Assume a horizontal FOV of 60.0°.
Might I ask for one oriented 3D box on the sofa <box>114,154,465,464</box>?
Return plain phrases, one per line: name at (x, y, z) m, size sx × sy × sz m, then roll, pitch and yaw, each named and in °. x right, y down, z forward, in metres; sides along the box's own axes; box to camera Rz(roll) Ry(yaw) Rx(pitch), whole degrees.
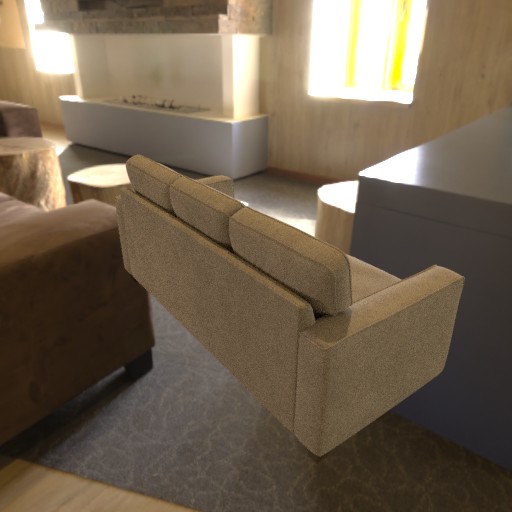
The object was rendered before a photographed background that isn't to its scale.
sofa at (0.000, 0.000, 2.668) m, size 0.939 × 0.965 × 2.133 m, roll -18°, pitch 32°, yaw -32°
